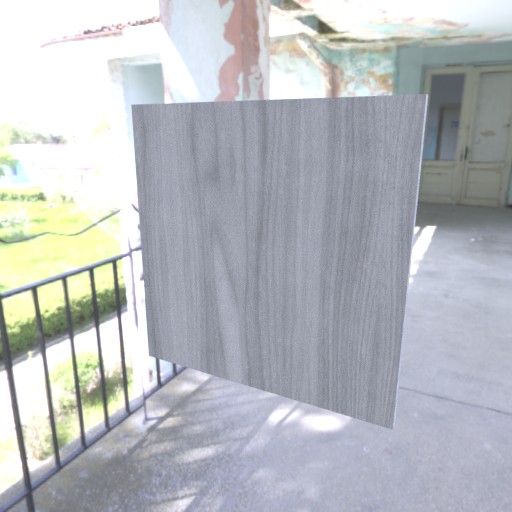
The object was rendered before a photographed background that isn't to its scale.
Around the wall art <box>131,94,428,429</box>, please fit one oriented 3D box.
[{"bbox_3d":[0.000,0.000,0.764,0.508,0.507,0.016,8,18,27],"label":"wall art"}]
